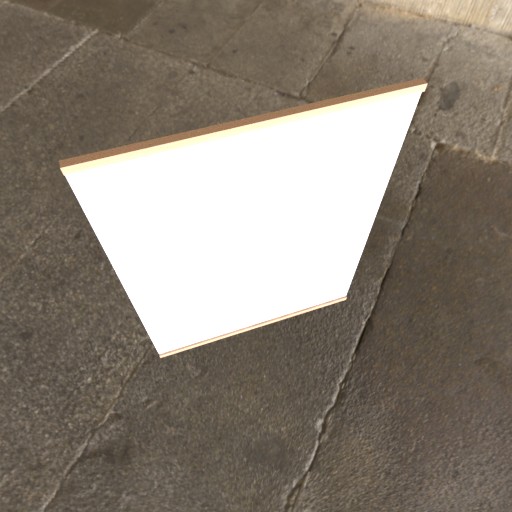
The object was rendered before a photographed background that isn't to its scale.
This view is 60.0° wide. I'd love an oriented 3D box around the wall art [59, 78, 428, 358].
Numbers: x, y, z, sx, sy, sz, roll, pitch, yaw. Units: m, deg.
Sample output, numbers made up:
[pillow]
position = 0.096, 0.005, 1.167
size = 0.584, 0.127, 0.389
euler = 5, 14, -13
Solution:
[wall art]
position = 0.000, 0.000, 0.786
size = 0.459, 0.608, 0.012
euler = -16, 59, -10
